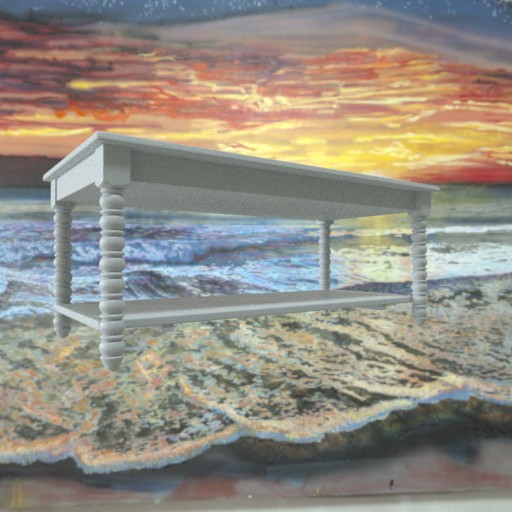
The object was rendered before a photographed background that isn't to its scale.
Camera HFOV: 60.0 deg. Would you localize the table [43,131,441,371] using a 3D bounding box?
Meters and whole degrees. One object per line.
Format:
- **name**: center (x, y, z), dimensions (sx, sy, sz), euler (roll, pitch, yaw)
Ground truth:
- **table**: center (0.000, 0.000, 1.437), dimensions (1.171, 0.487, 0.580), euler (0, -1, -35)
